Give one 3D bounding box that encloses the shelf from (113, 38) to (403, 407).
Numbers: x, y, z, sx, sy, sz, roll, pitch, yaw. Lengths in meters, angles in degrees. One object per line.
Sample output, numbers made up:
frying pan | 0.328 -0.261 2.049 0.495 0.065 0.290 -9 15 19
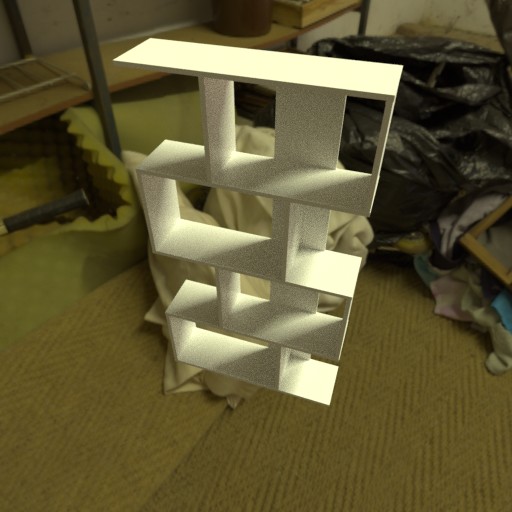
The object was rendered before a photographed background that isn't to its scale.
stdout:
shelf | 0.000 0.000 1.959 0.890 1.650 0.250 13 43 14
